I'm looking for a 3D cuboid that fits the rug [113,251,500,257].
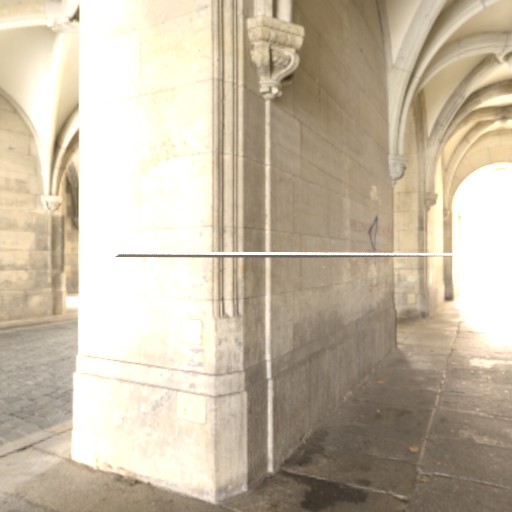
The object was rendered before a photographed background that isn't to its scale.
[{"bbox_3d":[0.000,0.000,4.013,2.447,0.014,3.061,0,0,-18],"label":"rug"}]
